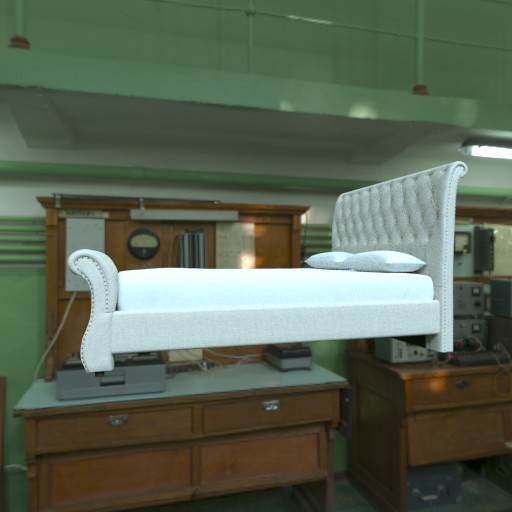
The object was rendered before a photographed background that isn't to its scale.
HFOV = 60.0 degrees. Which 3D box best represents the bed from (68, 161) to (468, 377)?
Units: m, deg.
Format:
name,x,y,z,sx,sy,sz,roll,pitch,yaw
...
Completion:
name,x,y,z,sx,sy,sz,roll,pitch,yaw
bed,0.000,0.000,3.368,2.493,1.268,1.606,0,0,-17
